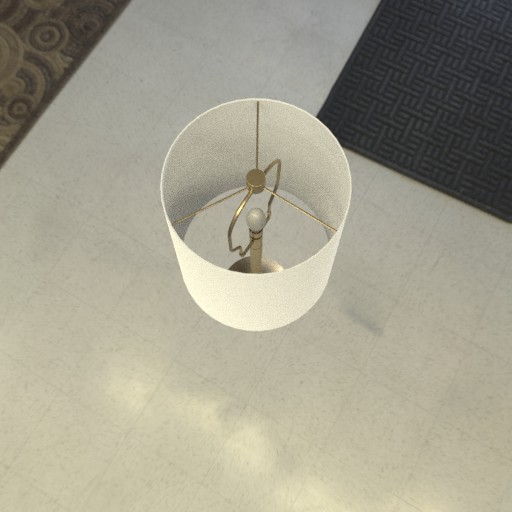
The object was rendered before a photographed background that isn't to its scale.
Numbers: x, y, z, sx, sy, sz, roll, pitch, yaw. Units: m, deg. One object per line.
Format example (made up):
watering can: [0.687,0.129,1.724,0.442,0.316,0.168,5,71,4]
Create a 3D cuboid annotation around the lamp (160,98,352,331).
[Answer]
lamp: [0.000,0.000,0.683,0.231,0.569,0.231,0,75,0]
